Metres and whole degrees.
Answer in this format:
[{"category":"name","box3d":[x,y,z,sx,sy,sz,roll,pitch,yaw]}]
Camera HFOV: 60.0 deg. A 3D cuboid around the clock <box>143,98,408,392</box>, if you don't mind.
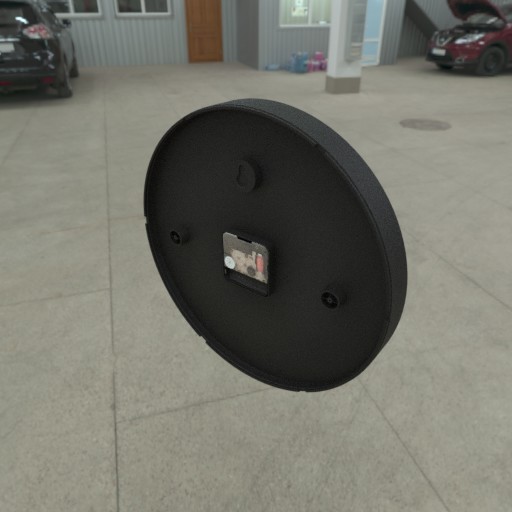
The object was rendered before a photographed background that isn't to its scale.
[{"category":"clock","box3d":[0.000,0.000,0.439,0.293,0.293,0.040,21,36,32]}]
